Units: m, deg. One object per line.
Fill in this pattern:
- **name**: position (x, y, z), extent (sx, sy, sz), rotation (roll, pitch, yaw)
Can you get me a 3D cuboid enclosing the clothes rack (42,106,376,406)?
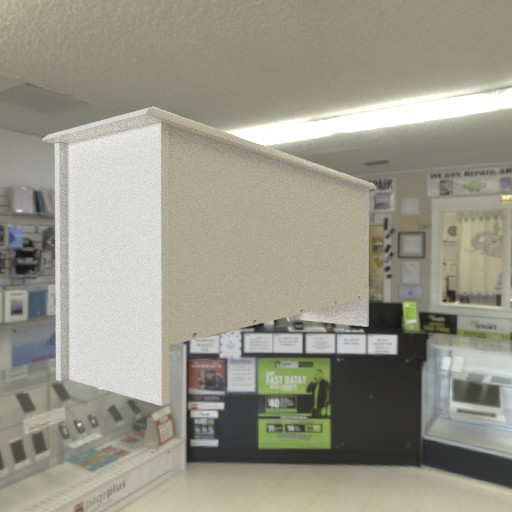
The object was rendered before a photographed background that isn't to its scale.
- **clothes rack**: position (0.000, 0.000, 1.309), extent (0.324, 0.531, 1.120), rotation (1, 1, 35)
